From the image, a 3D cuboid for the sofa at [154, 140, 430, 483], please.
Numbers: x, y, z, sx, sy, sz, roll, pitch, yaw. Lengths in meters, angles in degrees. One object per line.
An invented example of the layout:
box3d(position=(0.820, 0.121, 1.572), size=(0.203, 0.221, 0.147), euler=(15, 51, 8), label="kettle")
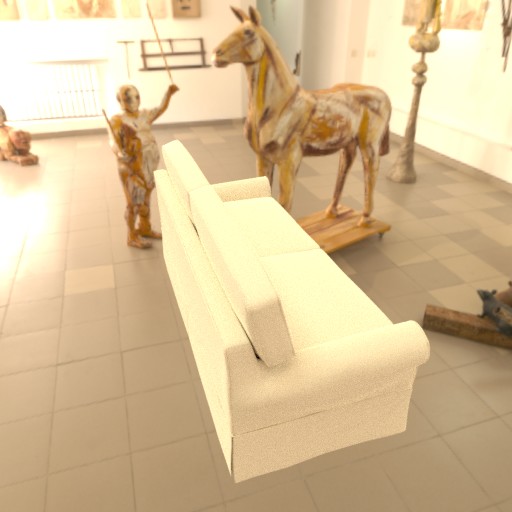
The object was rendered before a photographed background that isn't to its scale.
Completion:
box3d(position=(0.000, 0.000, 2.501), size=(0.862, 0.937, 2.021), euler=(-9, 31, -16), label="sofa")
